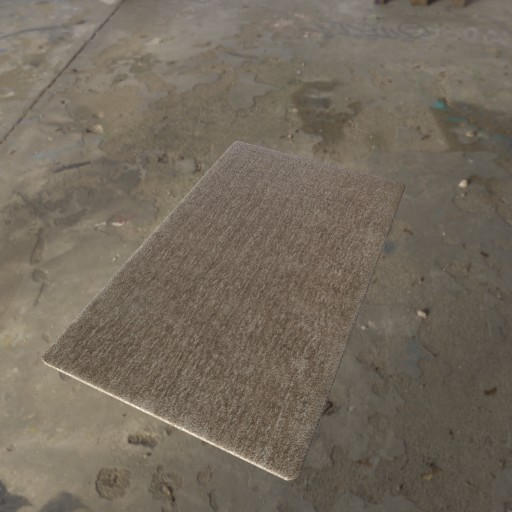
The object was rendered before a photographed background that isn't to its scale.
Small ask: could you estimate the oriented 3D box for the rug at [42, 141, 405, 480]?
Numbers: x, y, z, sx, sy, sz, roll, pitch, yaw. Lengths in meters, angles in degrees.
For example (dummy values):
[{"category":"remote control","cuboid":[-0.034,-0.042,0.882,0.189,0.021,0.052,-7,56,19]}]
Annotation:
[{"category":"rug","cuboid":[0.000,0.000,3.020,1.539,0.024,2.469,18,49,17]}]
